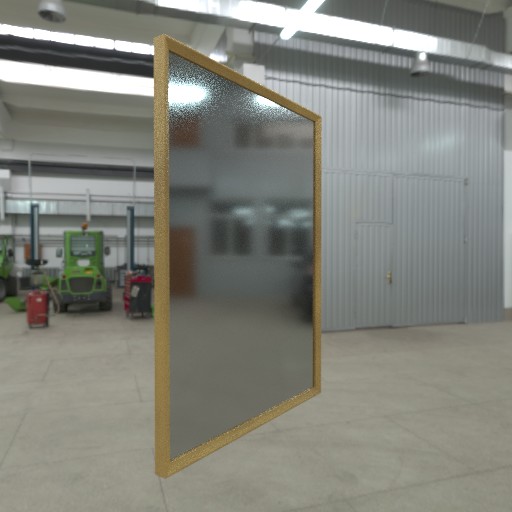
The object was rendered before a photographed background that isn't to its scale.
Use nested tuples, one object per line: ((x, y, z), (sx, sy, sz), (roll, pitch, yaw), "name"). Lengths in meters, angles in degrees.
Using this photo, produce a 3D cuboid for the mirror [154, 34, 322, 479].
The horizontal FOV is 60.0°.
((0.000, 0.000, 1.331), (0.041, 1.016, 0.762), (1, 1, 36), "mirror")
